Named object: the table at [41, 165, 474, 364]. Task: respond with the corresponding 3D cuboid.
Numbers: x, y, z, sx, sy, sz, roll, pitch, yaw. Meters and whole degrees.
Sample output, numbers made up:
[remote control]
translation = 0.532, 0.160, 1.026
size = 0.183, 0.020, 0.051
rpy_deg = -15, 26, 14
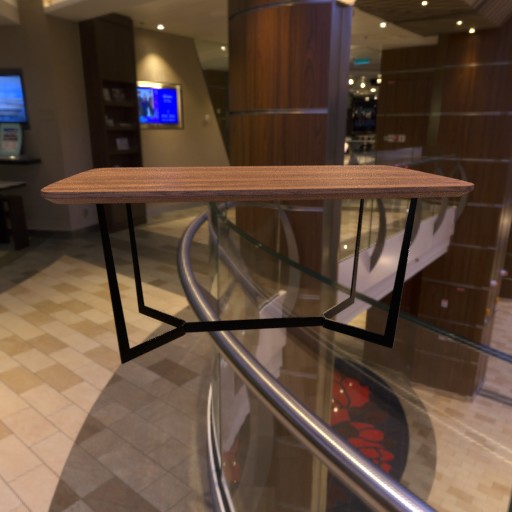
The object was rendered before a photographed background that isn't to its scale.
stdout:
[table]
translation = 0.000, 0.000, 2.122
size = 1.643, 0.765, 0.949
rpy_deg = -2, 16, -6
